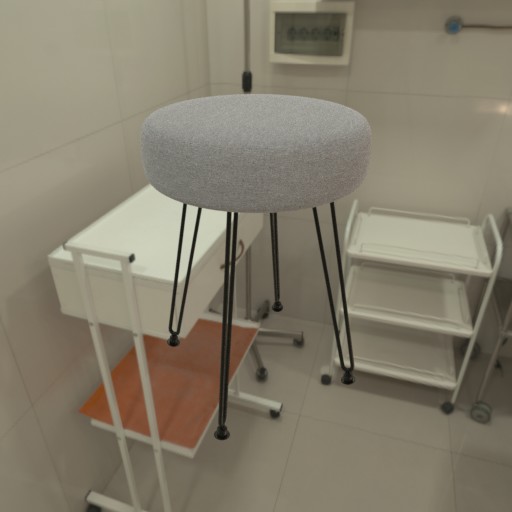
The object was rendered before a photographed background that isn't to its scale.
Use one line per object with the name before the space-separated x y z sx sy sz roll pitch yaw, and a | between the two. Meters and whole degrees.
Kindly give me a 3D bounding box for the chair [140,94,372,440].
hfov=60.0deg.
chair | 0.000 0.000 0.684 0.350 0.440 0.350 9 31 15
